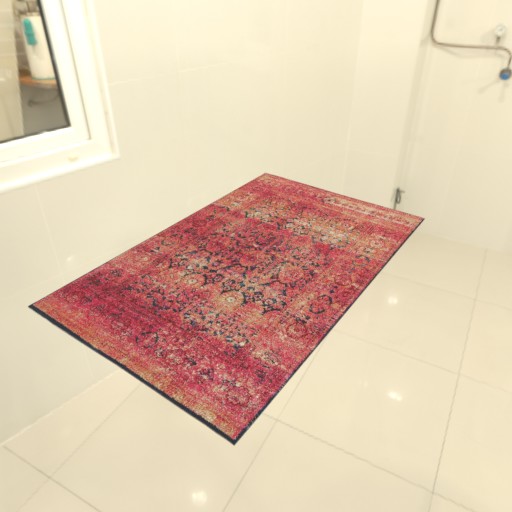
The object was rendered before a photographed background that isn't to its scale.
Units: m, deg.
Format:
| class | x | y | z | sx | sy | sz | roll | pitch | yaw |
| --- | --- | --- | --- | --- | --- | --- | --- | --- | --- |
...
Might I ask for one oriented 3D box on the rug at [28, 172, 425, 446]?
| class | x | y | z | sx | sy | sz | roll | pitch | yaw |
| --- | --- | --- | --- | --- | --- | --- | --- | --- | --- |
| rug | 0.000 | 0.000 | 3.053 | 1.539 | 0.018 | 2.449 | 22 | 39 | 29 |
